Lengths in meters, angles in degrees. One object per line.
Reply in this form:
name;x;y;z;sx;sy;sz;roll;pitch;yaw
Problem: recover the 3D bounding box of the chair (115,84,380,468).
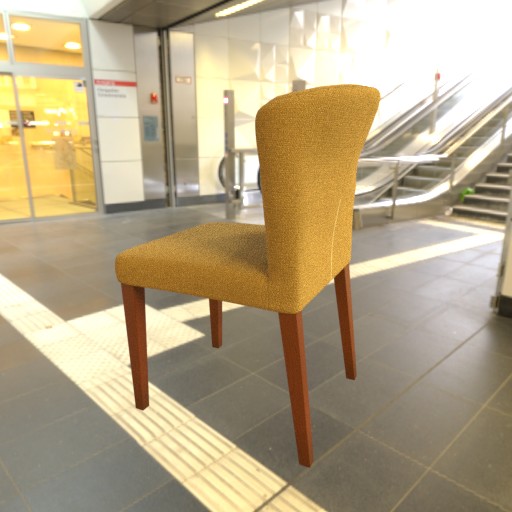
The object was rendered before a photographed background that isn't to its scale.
chair;0.000;0.000;1.196;0.589;0.839;0.491;7;17;25
